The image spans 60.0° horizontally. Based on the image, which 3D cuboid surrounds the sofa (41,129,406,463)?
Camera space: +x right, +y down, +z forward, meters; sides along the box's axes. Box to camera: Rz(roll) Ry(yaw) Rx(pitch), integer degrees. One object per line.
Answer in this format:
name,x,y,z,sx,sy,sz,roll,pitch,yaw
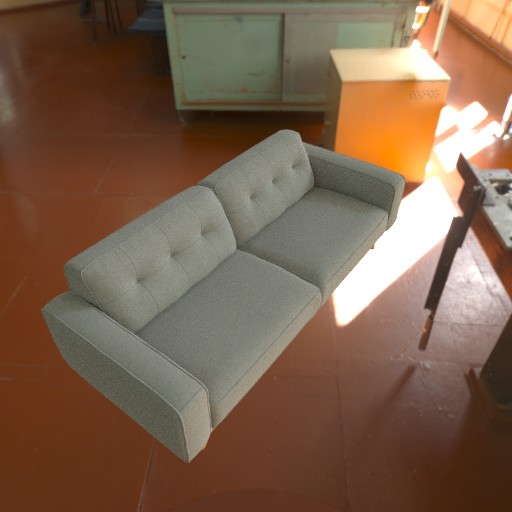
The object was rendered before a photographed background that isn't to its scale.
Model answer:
sofa,0.000,0.000,2.706,0.956,0.781,2.270,26,47,27
